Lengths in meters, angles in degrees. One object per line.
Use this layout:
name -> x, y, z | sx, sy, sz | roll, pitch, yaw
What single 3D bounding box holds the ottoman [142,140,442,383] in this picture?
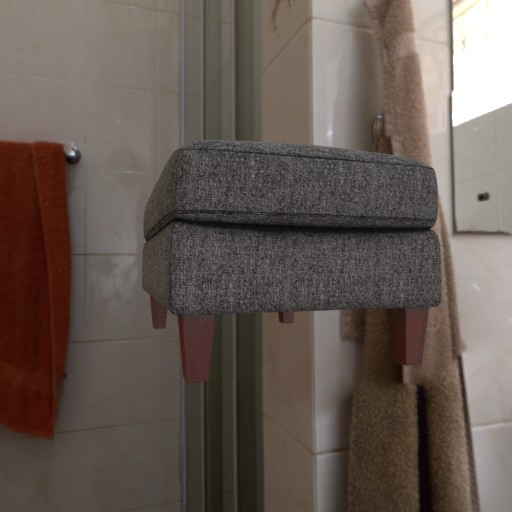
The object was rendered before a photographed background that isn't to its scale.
ottoman -> 0.000, 0.000, 1.253 | 0.584, 0.483, 0.864 | 0, -1, -18
